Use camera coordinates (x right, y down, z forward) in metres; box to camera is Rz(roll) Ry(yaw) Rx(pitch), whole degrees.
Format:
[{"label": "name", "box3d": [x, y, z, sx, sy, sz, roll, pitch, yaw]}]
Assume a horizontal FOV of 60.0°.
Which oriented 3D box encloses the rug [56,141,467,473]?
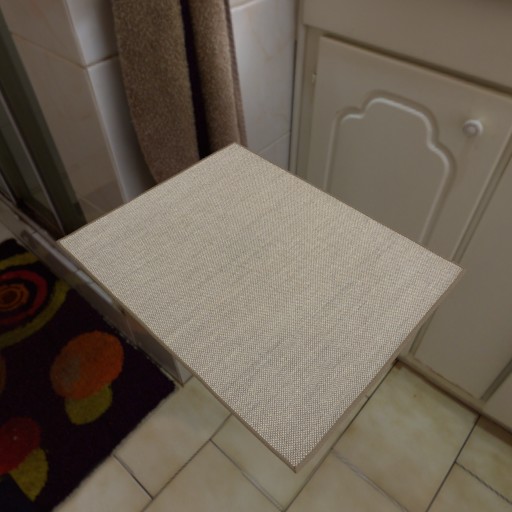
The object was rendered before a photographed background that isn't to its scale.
[{"label": "rug", "box3d": [0.000, 0.000, 4.129, 3.041, 0.020, 2.413, 35, 56, 28]}]
